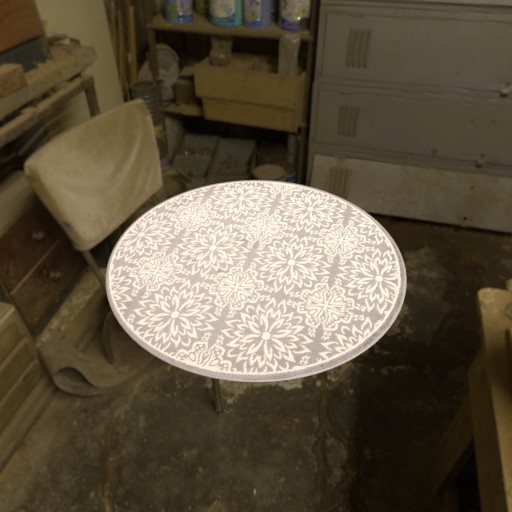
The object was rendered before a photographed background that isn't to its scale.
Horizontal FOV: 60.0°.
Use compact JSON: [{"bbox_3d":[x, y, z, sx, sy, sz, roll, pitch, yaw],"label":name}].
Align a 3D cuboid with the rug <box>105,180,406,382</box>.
[{"bbox_3d":[0.000,0.000,2.422,1.593,0.012,1.593,0,40,0],"label":"rug"}]
